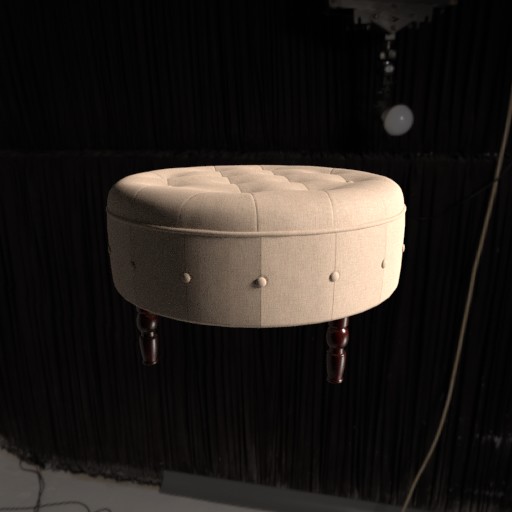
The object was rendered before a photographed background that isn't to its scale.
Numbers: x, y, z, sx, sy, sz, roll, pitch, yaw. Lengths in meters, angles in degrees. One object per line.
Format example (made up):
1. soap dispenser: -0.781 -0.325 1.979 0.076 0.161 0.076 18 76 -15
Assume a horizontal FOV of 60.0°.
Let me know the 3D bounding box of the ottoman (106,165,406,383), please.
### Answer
1. ottoman: 0.000 0.000 1.363 0.848 0.494 0.848 0 16 0
